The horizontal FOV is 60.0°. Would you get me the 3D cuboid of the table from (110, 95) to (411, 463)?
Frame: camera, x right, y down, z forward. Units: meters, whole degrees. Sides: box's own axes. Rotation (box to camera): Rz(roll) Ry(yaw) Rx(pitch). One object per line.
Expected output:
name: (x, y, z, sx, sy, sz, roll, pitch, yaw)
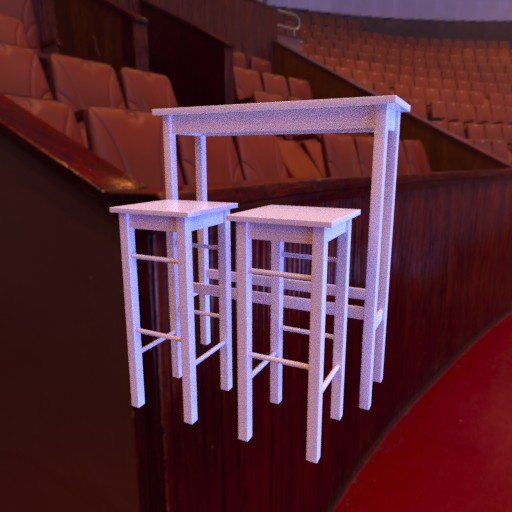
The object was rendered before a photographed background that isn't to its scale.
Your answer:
table: (0.000, 0.000, 1.618, 0.915, 1.065, 0.650, 6, 14, 26)
